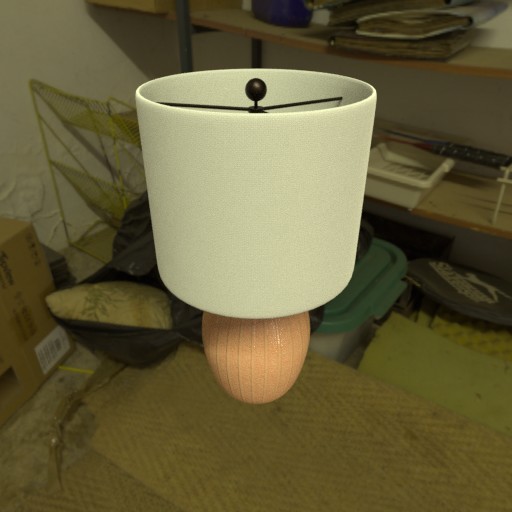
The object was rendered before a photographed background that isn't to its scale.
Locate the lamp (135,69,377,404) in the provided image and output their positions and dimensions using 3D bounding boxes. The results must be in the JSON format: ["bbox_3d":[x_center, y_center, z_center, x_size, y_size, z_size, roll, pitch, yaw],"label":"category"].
[{"bbox_3d":[0.000,0.000,0.756,0.329,0.570,0.329,0,31,0],"label":"lamp"}]
